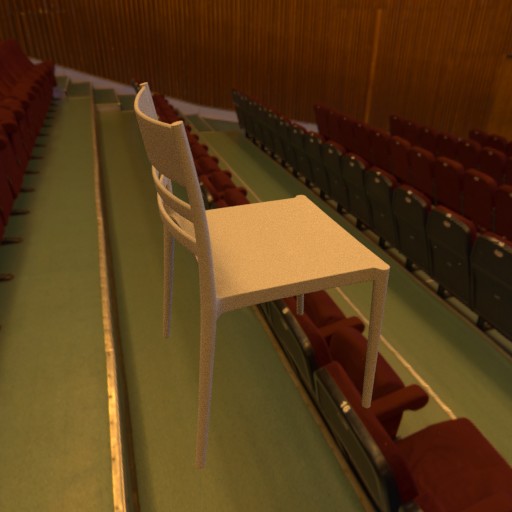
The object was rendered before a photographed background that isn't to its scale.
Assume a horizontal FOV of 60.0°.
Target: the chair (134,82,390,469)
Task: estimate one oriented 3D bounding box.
[{"bbox_3d":[0.000,0.000,1.142,0.511,0.800,0.531,-10,31,-17],"label":"chair"}]
